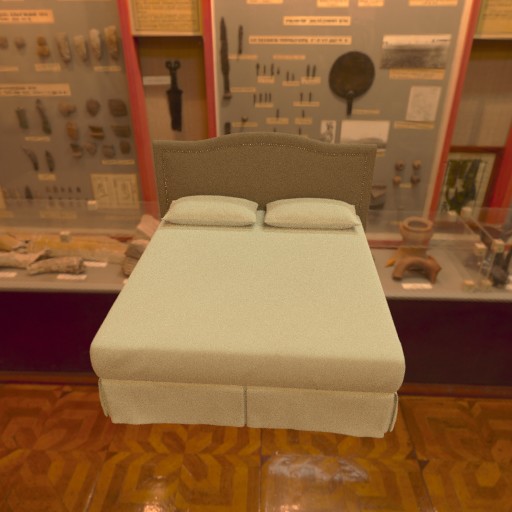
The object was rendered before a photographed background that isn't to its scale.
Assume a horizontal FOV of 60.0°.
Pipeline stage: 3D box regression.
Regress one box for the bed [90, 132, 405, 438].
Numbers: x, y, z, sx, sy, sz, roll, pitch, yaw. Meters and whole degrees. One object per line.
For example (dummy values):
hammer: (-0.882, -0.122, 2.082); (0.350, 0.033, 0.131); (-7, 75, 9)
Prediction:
bed: (0.000, 0.000, 3.511); (2.083, 1.421, 2.182); (2, 30, 3)
